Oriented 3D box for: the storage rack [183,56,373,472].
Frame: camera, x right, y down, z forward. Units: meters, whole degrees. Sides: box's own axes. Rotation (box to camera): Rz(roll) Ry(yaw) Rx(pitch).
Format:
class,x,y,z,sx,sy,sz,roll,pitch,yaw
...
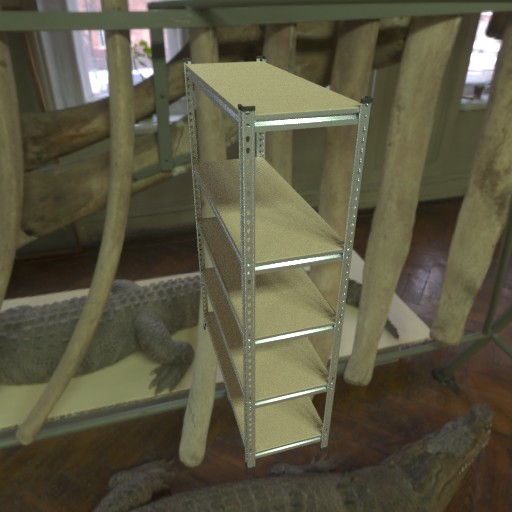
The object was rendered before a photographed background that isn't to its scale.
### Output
class,x,y,z,sx,sy,sz,roll,pitch,yaw
storage rack,0.000,0.000,2.381,0.457,1.829,1.219,-9,32,-14
